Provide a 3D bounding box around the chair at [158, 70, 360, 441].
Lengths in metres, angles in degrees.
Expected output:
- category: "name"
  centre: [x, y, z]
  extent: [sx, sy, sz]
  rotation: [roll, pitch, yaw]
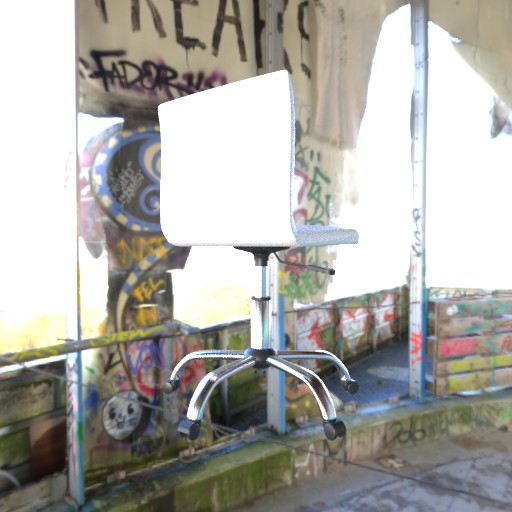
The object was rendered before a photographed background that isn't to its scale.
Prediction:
- category: "chair"
  centre: [0.000, 0.000, 1.149]
  extent: [0.556, 0.780, 0.530]
  rotation: [1, 2, 36]
